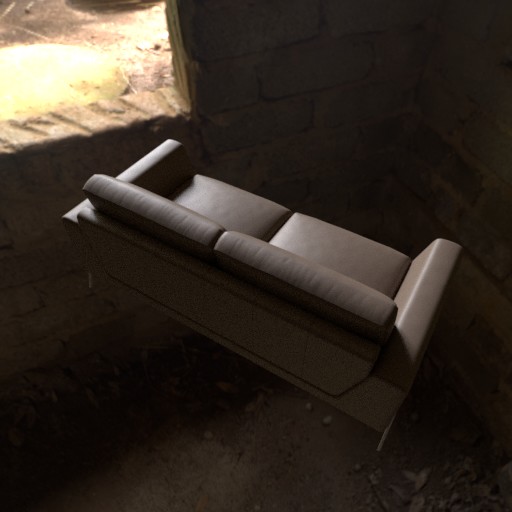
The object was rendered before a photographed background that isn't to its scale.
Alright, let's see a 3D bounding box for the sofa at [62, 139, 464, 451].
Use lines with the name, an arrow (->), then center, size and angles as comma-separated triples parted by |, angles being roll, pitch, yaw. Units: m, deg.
sofa -> 0.000, 0.000, 2.522 | 2.017, 0.875, 0.953 | 24, 51, 21
